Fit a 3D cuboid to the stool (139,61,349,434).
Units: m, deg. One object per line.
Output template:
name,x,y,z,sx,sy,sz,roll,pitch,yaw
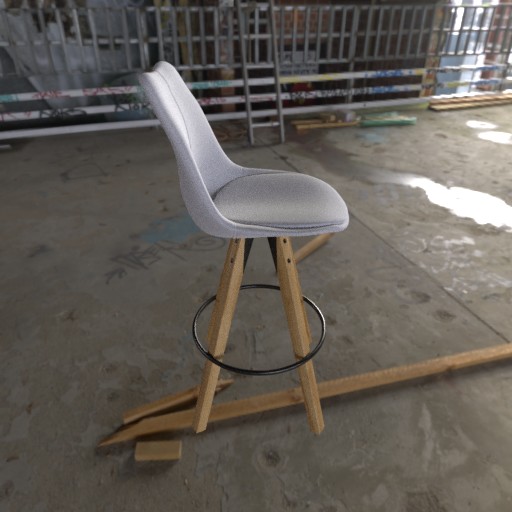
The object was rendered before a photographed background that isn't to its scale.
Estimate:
stool,0.000,0.000,1.408,0.550,1.115,0.484,0,31,1
